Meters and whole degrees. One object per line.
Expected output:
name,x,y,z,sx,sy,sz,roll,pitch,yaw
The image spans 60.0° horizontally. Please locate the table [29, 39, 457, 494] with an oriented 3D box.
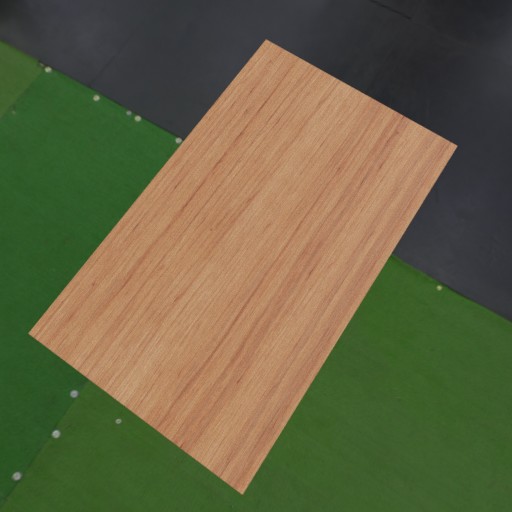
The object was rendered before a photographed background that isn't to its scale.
table,0.000,0.000,1.480,0.695,0.457,1.146,33,77,9
